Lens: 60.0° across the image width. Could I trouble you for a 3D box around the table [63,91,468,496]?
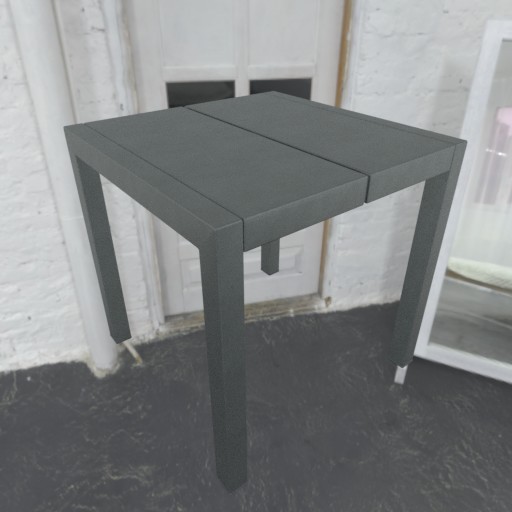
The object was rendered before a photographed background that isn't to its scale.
[{"bbox_3d":[0.000,0.000,0.911,0.508,0.508,0.508,-22,38,-32],"label":"table"}]
